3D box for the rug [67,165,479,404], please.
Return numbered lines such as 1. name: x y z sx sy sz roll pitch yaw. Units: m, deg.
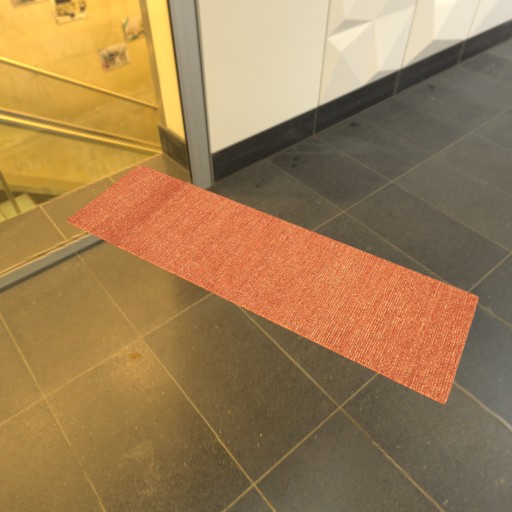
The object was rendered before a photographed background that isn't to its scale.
1. rug: 0.000 0.000 2.516 2.307 0.012 0.687 23 51 20
